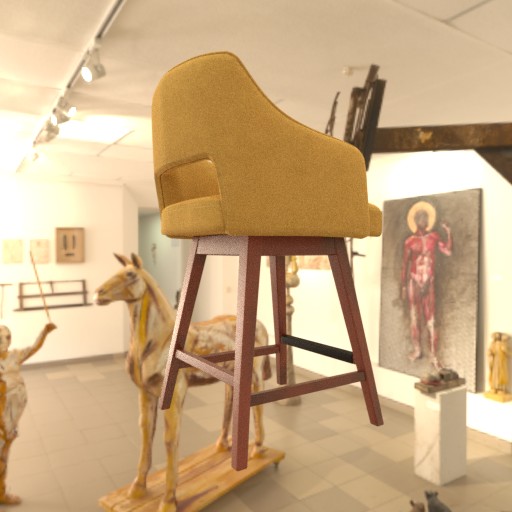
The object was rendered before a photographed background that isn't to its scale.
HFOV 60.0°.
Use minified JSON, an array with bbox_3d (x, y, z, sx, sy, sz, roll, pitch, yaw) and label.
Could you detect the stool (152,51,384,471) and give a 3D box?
[{"bbox_3d":[0.000,0.000,1.254,0.558,0.924,0.548,-1,1,-33],"label":"stool"}]
